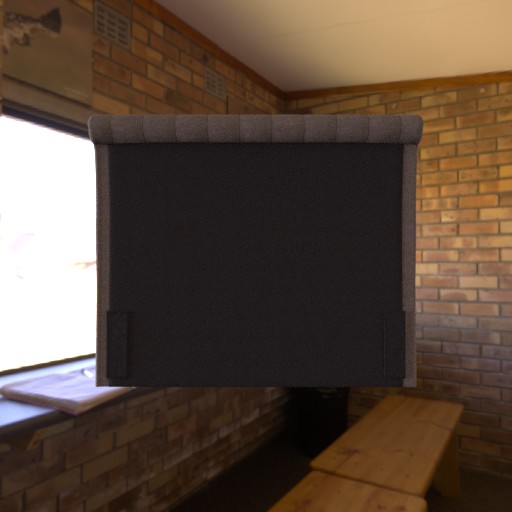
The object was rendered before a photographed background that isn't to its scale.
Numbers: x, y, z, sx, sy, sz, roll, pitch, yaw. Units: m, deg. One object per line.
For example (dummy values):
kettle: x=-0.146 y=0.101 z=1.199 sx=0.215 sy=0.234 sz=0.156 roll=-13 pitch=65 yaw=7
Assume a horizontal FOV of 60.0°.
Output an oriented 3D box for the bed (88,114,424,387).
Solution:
bed: x=0.000 y=0.000 z=3.271 sx=1.645 sy=1.371 sz=2.252 roll=0 pitch=-1 yaw=0
